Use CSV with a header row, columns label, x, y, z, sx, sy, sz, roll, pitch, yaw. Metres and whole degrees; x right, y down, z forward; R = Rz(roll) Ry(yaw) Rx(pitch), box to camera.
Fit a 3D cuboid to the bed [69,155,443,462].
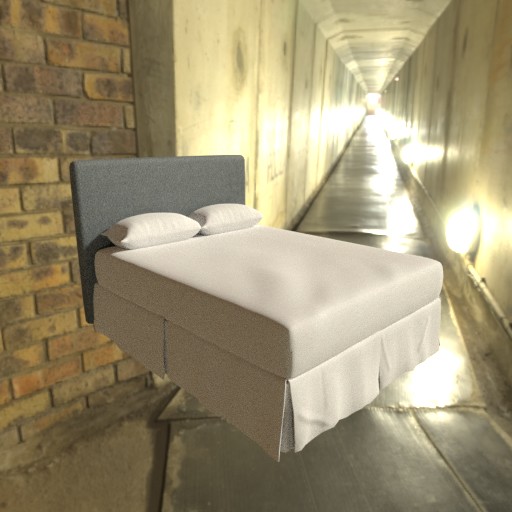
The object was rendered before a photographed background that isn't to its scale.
label,x,y,z,sx,sy,sz,roll,pitch,yaw
bed,0.000,0.000,3.172,1.723,1.330,2.142,-14,21,-42
